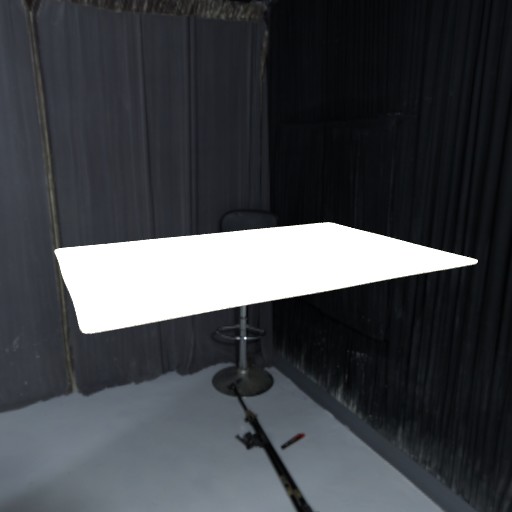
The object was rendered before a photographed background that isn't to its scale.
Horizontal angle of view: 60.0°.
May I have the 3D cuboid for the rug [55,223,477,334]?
[{"bbox_3d":[0.000,0.000,3.364,2.698,0.025,1.798,-7,16,-27],"label":"rug"}]
